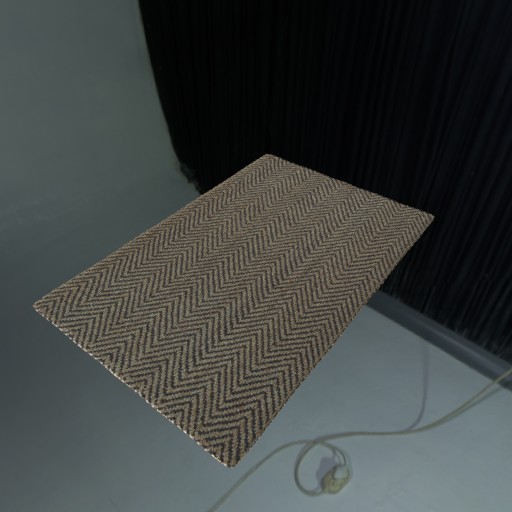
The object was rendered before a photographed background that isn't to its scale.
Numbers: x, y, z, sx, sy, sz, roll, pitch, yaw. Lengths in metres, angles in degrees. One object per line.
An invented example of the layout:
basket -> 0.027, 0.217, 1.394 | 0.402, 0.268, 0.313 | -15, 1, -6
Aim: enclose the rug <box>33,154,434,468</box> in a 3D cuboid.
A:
rug -> 0.000, 0.000, 2.309 | 1.219, 0.008, 1.828 | 27, 48, 27
